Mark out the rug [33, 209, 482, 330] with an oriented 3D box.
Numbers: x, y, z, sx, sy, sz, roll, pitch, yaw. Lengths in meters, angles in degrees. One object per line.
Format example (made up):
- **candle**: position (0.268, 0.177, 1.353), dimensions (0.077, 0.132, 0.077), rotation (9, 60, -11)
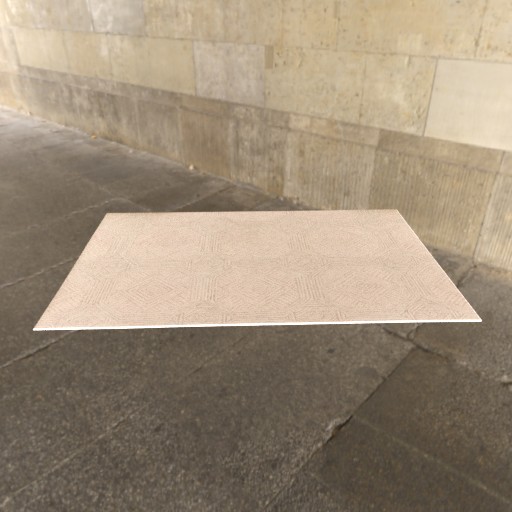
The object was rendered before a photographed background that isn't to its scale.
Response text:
- **rug**: position (0.000, 0.000, 3.068), dimensions (2.440, 0.008, 1.524), rotation (-1, 30, -2)
